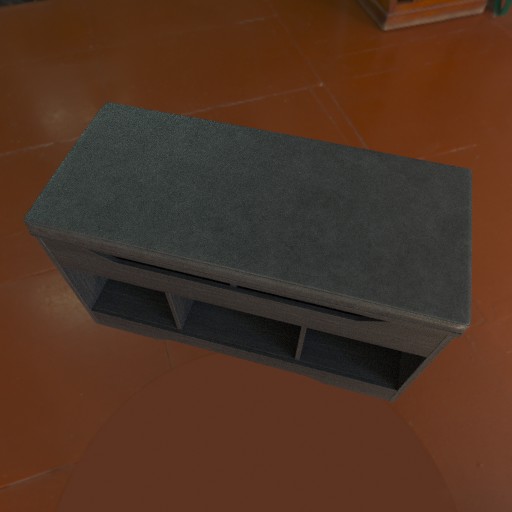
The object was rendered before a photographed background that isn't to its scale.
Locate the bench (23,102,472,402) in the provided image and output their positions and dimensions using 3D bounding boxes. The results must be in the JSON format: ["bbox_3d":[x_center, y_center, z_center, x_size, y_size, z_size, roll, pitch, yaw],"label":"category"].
[{"bbox_3d":[0.000,0.000,1.162,0.905,0.501,0.401,13,57,8],"label":"bench"}]
